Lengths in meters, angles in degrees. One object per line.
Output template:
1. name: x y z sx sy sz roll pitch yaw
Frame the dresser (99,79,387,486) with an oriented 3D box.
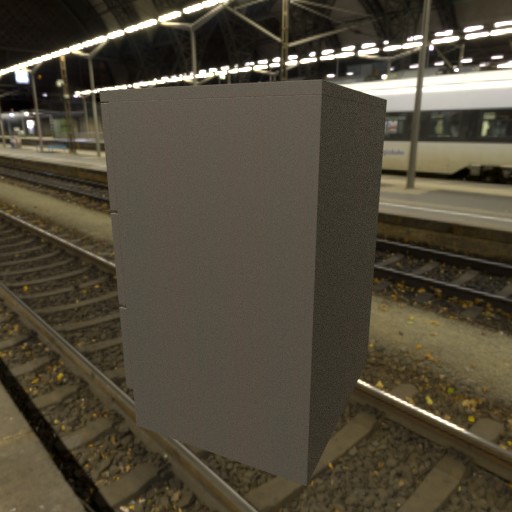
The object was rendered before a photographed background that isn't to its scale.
1. dresser: 0.000 0.000 0.823 0.360 0.560 0.400 8 18 25
